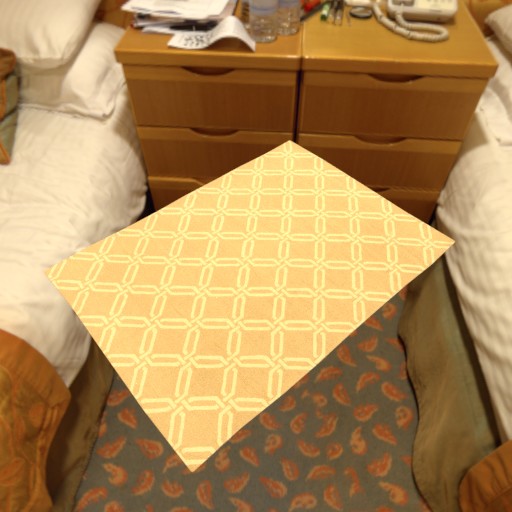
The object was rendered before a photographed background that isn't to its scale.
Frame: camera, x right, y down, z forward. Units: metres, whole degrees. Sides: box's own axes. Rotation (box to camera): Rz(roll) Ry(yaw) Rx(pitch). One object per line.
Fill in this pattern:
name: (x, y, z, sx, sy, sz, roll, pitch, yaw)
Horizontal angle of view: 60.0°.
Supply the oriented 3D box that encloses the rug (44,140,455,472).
rug: (0.000, 0.000, 4.417, 3.365, 0.020, 2.452, -34, 56, -26)
